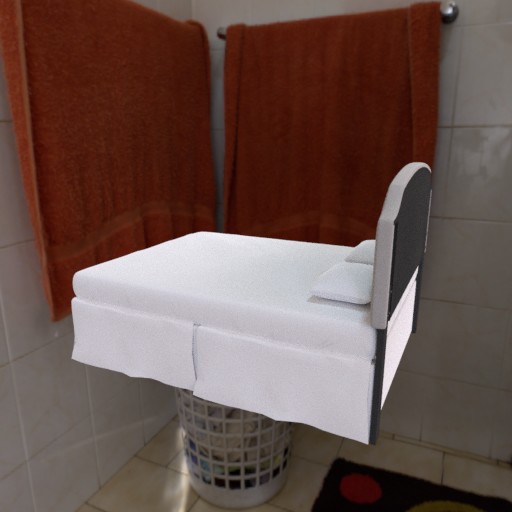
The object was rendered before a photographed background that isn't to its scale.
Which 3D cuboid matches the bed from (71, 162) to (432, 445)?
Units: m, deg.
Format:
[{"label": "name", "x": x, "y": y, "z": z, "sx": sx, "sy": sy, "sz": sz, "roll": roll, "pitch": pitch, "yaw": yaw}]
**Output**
[{"label": "bed", "x": 0.000, "y": 0.000, "z": 2.981, "sx": 1.999, "sy": 1.270, "sz": 1.558, "roll": 7, "pitch": 16, "yaw": 26}]
